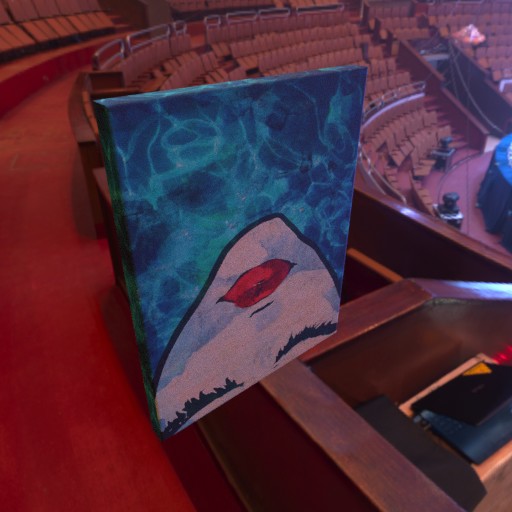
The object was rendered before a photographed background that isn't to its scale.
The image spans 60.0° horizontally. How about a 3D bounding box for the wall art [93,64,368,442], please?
[{"bbox_3d":[0.000,0.000,0.852,0.508,0.635,0.038,-23,38,-33],"label":"wall art"}]
